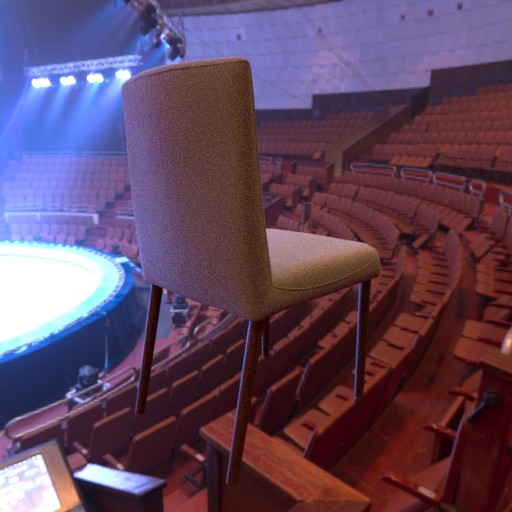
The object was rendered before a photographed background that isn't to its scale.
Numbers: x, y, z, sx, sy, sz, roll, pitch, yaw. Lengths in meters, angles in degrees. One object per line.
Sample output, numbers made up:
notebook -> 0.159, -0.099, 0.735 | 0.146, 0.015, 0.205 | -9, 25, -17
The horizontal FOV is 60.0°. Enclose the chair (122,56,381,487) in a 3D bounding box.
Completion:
chair -> 0.000, 0.000, 1.161 | 0.570, 0.859, 0.456 | -13, 18, -44
